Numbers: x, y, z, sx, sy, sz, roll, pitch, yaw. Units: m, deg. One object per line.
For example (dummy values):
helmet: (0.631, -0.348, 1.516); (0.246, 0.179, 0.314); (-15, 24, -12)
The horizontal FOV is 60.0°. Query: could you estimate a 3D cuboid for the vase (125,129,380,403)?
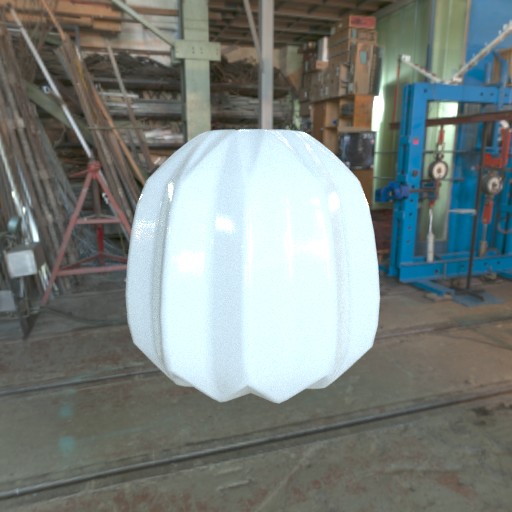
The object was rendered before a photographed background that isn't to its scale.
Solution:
vase: (0.000, 0.000, 0.247); (0.139, 0.134, 0.139); (0, 13, 0)
